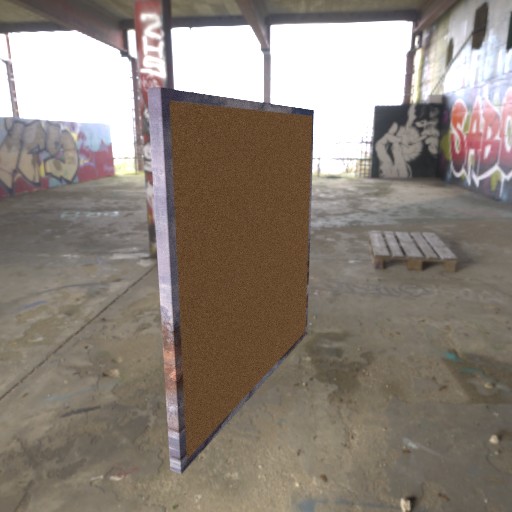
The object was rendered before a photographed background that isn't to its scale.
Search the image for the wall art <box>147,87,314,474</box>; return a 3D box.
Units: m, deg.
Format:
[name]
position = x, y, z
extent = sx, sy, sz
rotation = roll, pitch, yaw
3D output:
[wall art]
position = 0.000, 0.000, 1.363
extent = 0.035, 0.897, 0.888
rotation = 8, 17, 26
